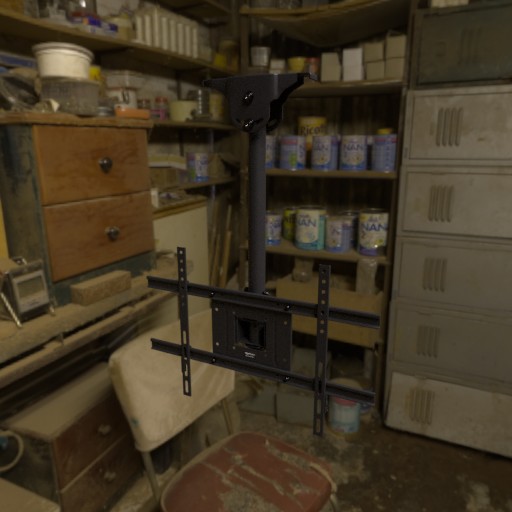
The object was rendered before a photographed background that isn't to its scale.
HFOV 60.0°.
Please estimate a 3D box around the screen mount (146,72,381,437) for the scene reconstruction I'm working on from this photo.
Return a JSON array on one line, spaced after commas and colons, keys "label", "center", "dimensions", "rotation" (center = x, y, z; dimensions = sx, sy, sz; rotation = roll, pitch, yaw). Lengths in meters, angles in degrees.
[{"label": "screen mount", "center": [0.000, 0.000, 1.026], "dimensions": [0.595, 0.775, 0.090], "rotation": [7, 16, 27]}]
